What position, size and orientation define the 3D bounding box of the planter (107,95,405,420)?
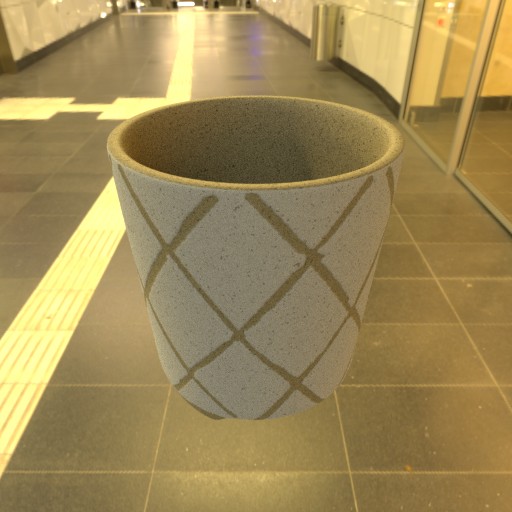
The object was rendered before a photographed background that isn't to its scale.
[{"bbox_3d":[0.000,0.000,0.347,0.191,0.199,0.191,0,33,0],"label":"planter"}]
